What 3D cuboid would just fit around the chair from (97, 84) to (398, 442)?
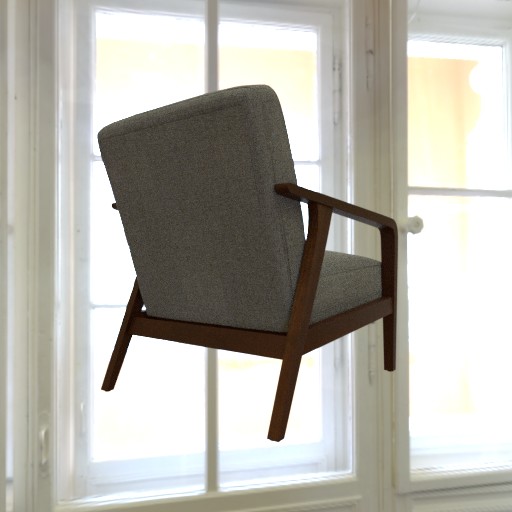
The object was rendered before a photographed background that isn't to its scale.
[{"bbox_3d":[0.000,0.000,1.493,0.704,0.847,0.858,0,0,36],"label":"chair"}]
